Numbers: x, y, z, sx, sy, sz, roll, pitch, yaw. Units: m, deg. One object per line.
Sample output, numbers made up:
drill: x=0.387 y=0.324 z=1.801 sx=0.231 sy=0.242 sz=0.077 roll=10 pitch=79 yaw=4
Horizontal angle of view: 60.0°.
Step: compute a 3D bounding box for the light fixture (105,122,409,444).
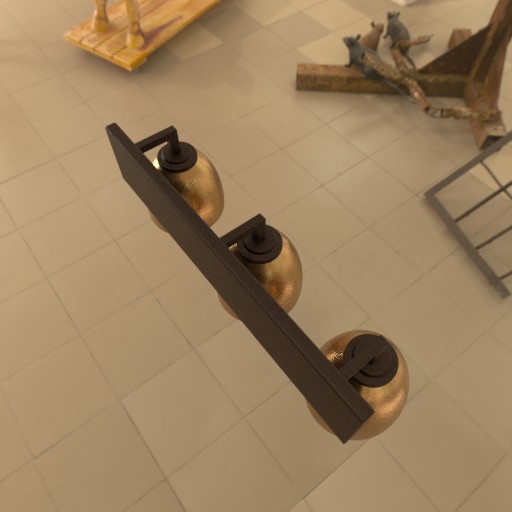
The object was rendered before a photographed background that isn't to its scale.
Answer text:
light fixture: x=0.000 y=0.000 z=0.662 sx=0.157 sy=0.204 sz=0.582 roll=-33 pitch=63 yaw=-20
